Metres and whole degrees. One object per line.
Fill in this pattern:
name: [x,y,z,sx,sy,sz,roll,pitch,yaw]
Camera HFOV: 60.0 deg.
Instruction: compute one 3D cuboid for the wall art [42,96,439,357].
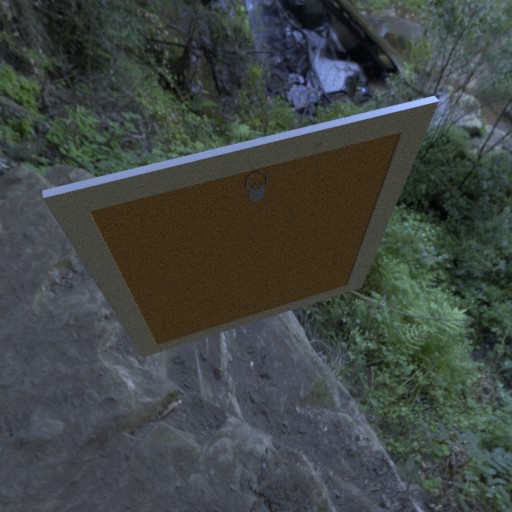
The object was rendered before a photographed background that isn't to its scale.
wall art: [0.000,0.000,0.853,0.572,0.577,0.015,-16,59,-10]
